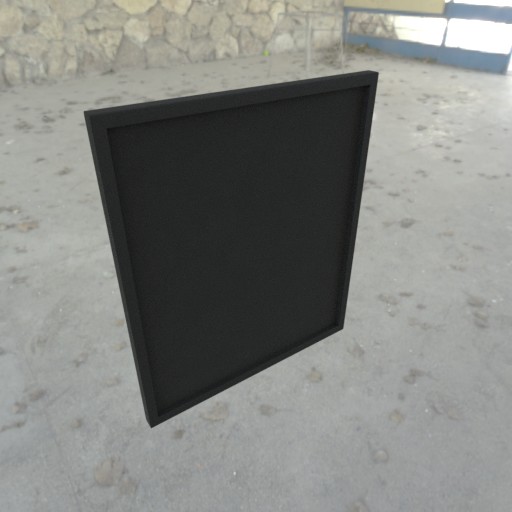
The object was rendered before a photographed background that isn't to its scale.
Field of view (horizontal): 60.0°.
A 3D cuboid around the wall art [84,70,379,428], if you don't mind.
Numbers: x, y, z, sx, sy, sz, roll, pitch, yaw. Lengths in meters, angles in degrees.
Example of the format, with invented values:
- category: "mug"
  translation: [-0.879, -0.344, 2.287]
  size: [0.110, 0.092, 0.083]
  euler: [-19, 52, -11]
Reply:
- category: "wall art"
  translation: [0.000, 0.000, 0.703]
  size: [0.432, 0.508, 0.021]
  euler: [-20, 37, -28]
